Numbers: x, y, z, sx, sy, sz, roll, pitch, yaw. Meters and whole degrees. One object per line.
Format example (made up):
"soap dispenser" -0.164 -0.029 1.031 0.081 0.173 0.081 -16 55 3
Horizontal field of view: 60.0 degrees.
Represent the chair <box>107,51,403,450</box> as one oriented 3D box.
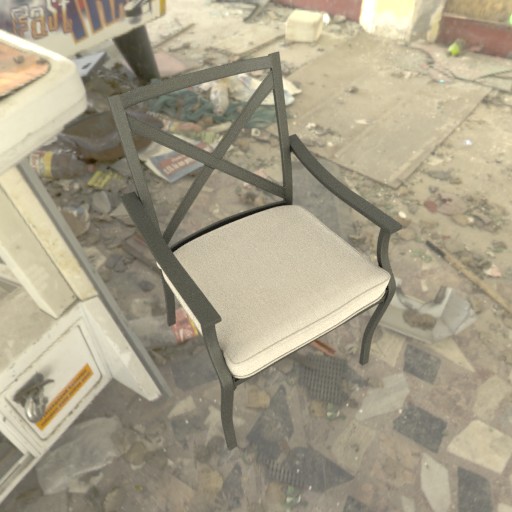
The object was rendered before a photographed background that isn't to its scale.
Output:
"chair" 0.000 0.000 1.296 0.575 0.889 0.620 -25 51 -22
